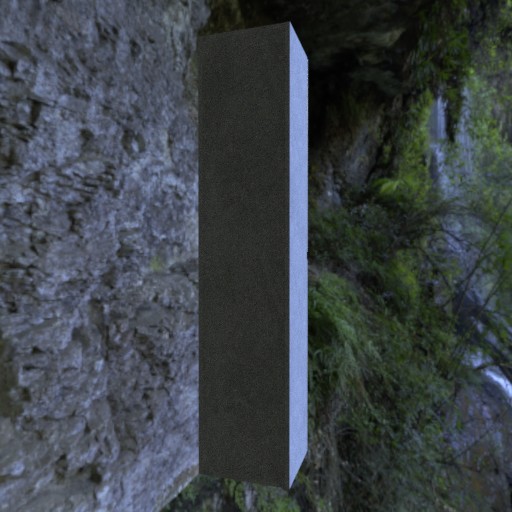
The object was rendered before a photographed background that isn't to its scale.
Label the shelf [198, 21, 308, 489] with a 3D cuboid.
[{"bbox_3d":[0.000,0.000,1.502,0.300,1.400,0.270,0,1,18],"label":"shelf"}]
